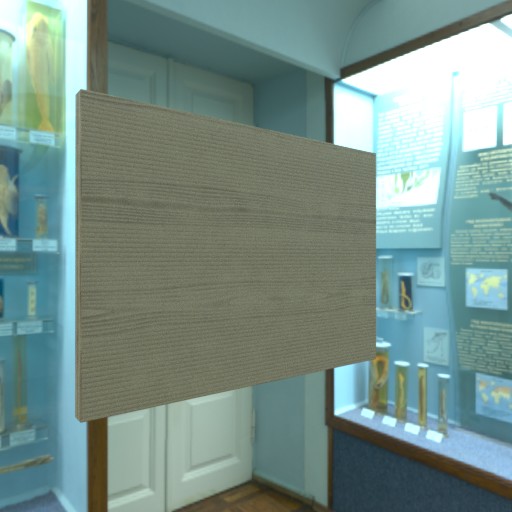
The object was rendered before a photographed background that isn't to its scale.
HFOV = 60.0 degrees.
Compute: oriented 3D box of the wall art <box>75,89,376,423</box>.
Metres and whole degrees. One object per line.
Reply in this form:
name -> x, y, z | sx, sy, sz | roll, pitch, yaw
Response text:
wall art -> 0.000, 0.000, 1.084 | 0.841, 0.609, 0.063 | 0, 0, -37
